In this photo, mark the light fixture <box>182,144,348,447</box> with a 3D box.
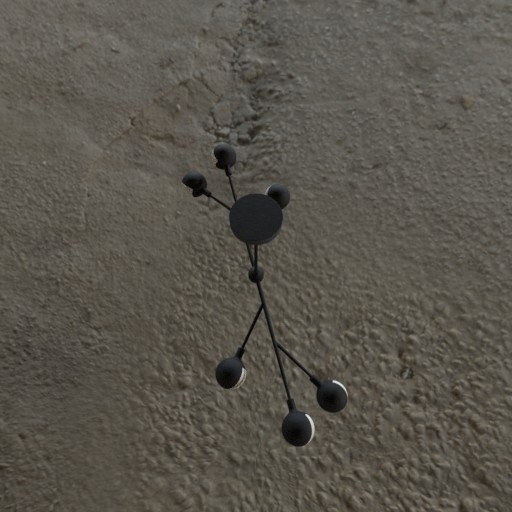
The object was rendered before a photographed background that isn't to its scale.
[{"bbox_3d":[0.000,0.000,0.996,0.434,0.362,0.778,1,66,1],"label":"light fixture"}]
